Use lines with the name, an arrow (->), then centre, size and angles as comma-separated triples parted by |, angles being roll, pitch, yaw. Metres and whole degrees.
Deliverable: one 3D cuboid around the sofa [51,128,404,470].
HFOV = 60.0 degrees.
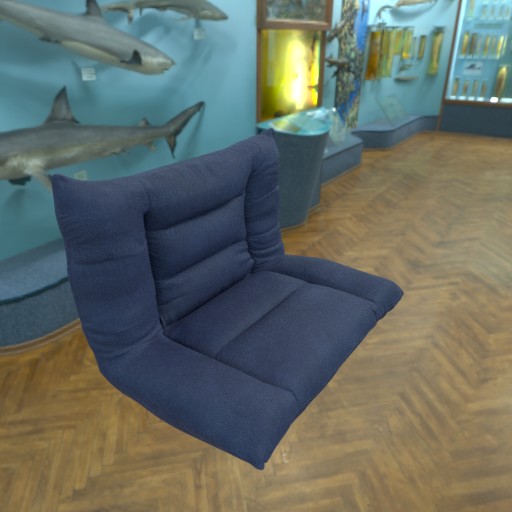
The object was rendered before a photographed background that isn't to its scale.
sofa -> 0.000, 0.000, 1.664 | 0.849, 0.778, 1.122 | 18, 31, 32
